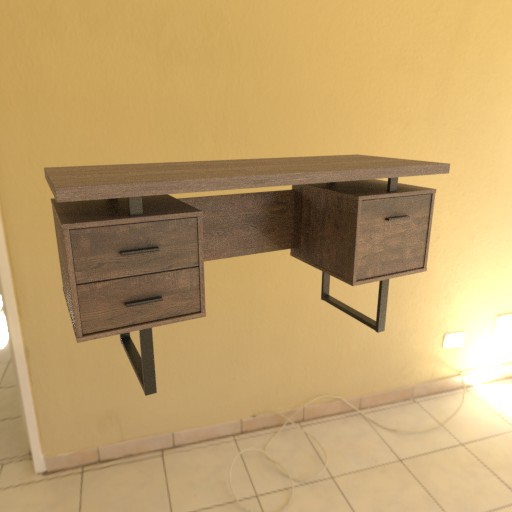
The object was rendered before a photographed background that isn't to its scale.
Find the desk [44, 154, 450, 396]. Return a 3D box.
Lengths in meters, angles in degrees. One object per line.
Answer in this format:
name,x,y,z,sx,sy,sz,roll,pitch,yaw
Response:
desk,0.000,0.000,1.891,1.524,0.760,0.600,-9,19,-26
